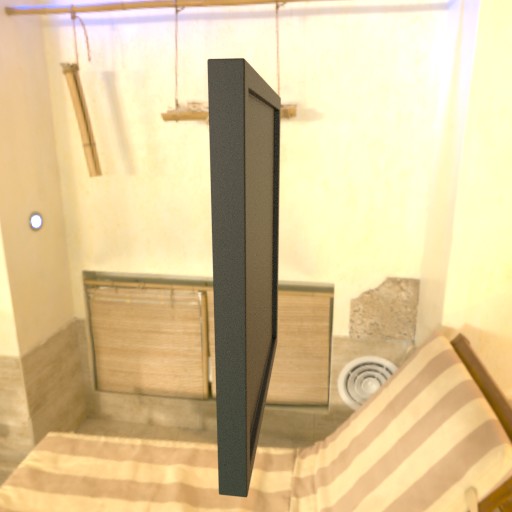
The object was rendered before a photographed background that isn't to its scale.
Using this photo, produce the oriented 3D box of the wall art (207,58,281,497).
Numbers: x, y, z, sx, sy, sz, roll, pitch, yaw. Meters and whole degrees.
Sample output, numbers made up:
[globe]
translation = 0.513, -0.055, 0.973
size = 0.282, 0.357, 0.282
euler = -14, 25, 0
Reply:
[wall art]
translation = 0.000, 0.000, 0.524
size = 0.028, 0.381, 0.328
euler = 2, 15, 7
